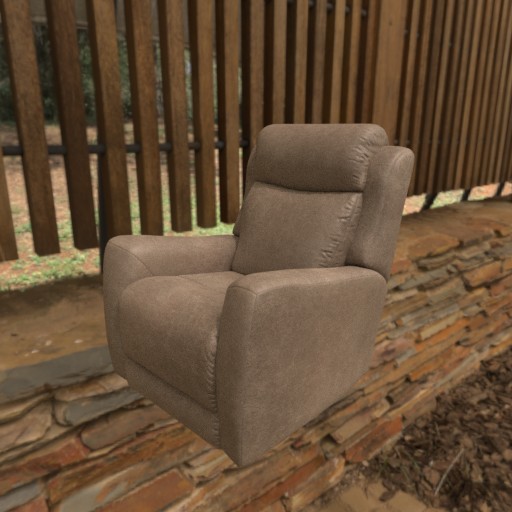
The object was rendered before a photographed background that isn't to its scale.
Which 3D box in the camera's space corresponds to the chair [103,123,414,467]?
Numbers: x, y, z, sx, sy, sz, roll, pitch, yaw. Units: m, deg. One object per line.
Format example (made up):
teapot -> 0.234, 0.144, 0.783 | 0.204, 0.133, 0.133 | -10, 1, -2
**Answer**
chair -> 0.000, 0.000, 1.949 | 1.068, 1.116, 0.967 | -16, 22, -42
